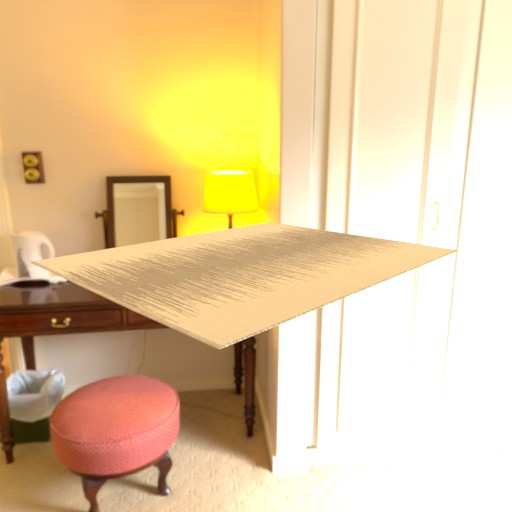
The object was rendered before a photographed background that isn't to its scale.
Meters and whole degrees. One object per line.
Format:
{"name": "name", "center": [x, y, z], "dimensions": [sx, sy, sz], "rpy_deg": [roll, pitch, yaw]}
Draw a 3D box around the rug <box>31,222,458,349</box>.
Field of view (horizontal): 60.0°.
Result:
{"name": "rug", "center": [0.000, 0.000, 4.009], "dimensions": [2.453, 0.010, 3.037], "rpy_deg": [13, 18, 43]}
